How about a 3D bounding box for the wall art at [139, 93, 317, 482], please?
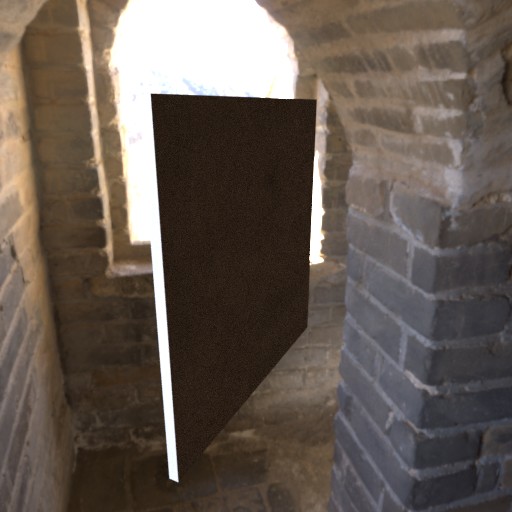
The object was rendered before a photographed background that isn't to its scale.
[{"bbox_3d":[0.000,0.000,0.980,0.020,0.661,0.664,9,21,25],"label":"wall art"}]
